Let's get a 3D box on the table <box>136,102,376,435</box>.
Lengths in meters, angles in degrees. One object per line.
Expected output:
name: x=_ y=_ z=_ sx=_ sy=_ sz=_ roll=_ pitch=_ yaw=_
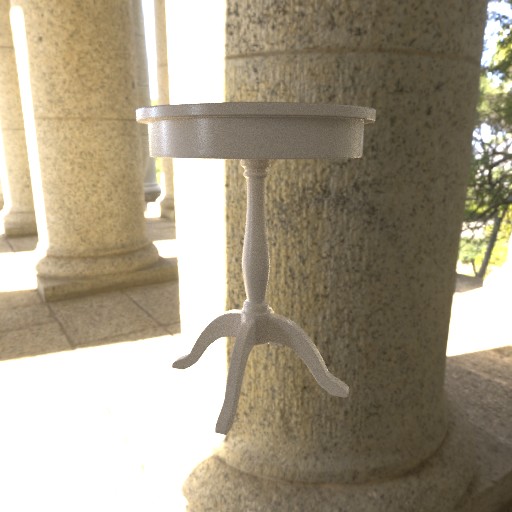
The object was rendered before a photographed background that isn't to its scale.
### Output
table: x=0.000 y=0.000 z=1.056 sx=0.513 sy=0.653 sz=0.513 roll=0 pitch=14 yaw=0
